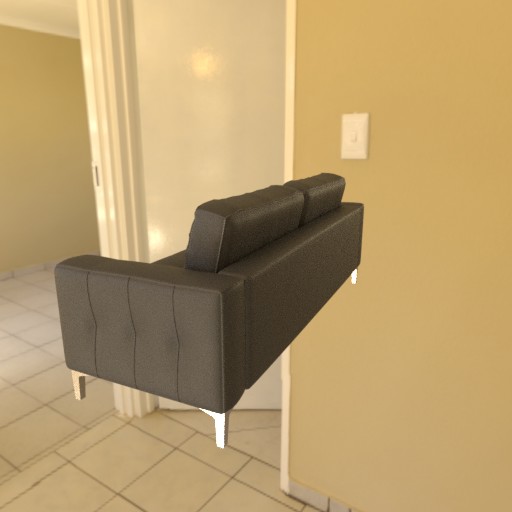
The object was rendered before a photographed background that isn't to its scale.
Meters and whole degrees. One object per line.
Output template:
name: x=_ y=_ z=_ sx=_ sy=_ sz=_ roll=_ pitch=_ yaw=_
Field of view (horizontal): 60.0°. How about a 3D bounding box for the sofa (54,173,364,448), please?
sofa: x=0.000 y=0.000 z=2.691 sx=0.833 sy=0.893 sz=2.275 roll=7 pitch=17 yaw=24
